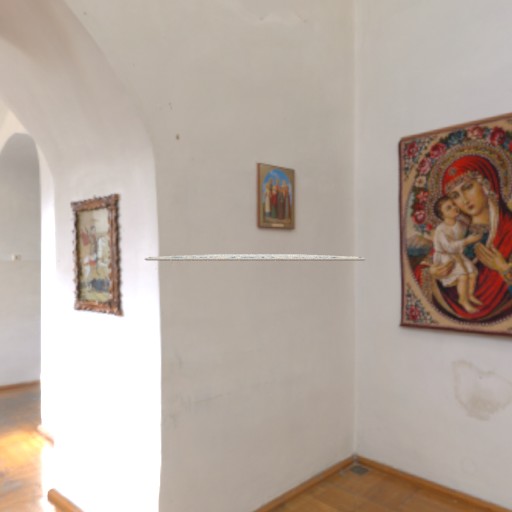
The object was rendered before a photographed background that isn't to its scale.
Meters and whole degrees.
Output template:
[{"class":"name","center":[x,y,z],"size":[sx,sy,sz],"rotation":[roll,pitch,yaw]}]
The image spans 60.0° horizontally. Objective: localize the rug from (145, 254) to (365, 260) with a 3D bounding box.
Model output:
[{"class":"rug","center":[0.000,0.000,2.418],"size":[0.662,0.011,2.196],"rotation":[0,0,0]}]
